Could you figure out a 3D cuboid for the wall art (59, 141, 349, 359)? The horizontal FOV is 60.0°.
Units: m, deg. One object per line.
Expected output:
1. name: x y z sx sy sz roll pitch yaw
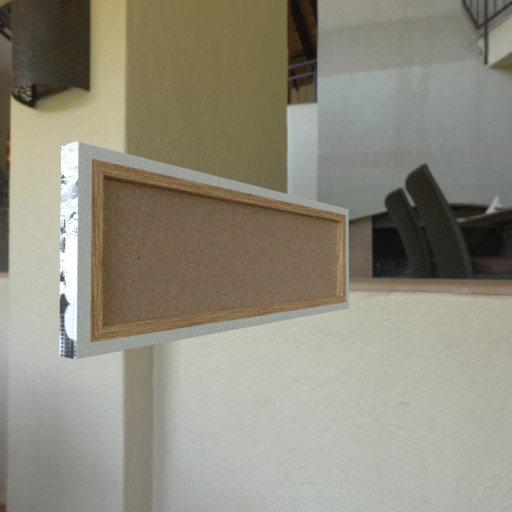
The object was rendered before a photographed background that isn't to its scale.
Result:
1. wall art: 0.000 0.000 0.836 0.038 0.255 0.763 -1 -2 36
